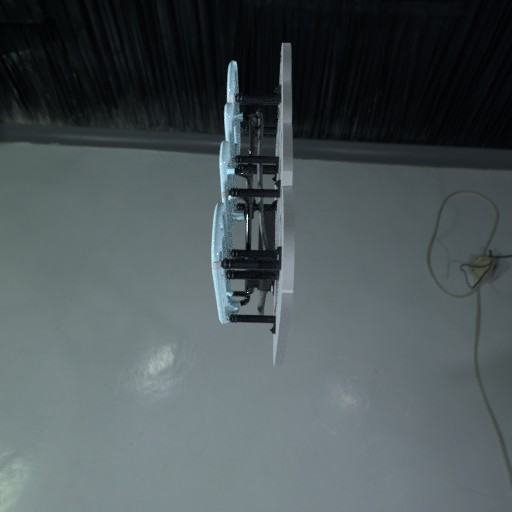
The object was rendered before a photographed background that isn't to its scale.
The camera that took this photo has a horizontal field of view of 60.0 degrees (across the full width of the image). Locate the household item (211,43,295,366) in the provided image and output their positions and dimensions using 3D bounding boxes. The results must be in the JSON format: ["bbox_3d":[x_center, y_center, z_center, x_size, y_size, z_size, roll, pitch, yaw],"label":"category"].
[{"bbox_3d":[0.000,0.000,0.381,0.042,0.294,0.211,1,58,1],"label":"household item"}]
